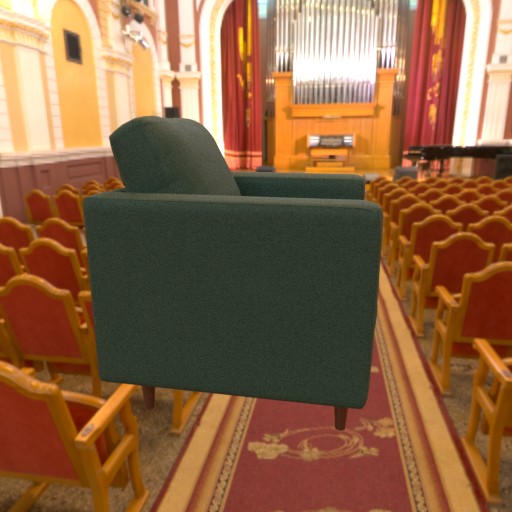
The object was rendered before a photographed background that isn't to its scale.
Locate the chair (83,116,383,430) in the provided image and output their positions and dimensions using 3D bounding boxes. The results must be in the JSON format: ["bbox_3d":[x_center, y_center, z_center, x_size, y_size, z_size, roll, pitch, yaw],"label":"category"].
[{"bbox_3d":[0.000,0.000,1.547,0.800,0.927,0.855,3,16,10],"label":"chair"}]
